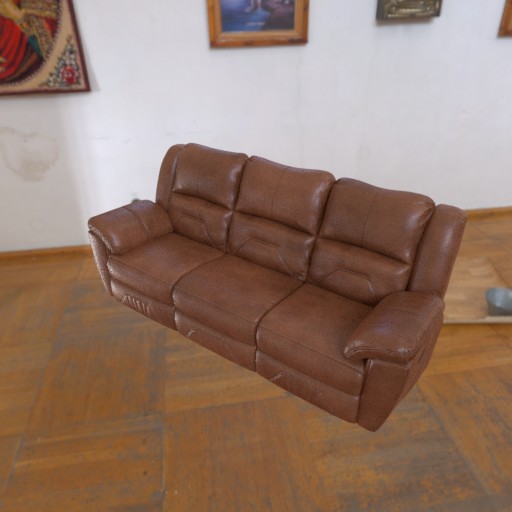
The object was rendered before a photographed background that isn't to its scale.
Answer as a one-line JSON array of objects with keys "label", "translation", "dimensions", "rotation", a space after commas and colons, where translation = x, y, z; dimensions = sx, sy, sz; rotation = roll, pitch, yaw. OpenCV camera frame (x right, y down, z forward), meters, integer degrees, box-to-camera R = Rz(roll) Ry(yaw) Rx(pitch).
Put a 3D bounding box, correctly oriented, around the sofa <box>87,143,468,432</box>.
[{"label": "sofa", "translation": [0.000, 0.000, 2.886], "dimensions": [2.337, 1.043, 0.991], "rotation": [20, 36, 30]}]
